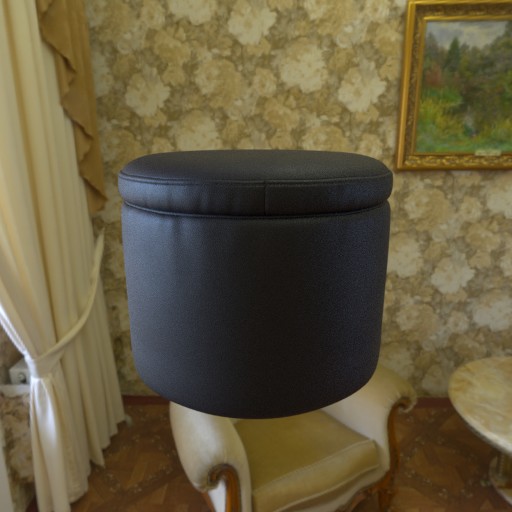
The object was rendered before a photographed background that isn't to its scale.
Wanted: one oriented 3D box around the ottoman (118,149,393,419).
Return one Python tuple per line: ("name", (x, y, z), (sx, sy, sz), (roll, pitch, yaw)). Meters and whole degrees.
("ottoman", (0.000, 0.000, 0.881), (0.501, 0.409, 0.501), (0, 15, 0))
